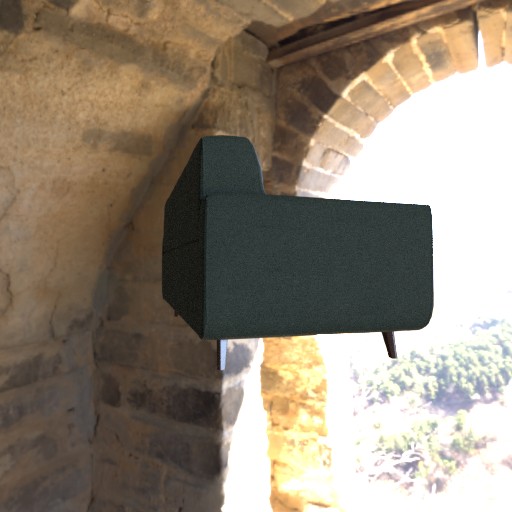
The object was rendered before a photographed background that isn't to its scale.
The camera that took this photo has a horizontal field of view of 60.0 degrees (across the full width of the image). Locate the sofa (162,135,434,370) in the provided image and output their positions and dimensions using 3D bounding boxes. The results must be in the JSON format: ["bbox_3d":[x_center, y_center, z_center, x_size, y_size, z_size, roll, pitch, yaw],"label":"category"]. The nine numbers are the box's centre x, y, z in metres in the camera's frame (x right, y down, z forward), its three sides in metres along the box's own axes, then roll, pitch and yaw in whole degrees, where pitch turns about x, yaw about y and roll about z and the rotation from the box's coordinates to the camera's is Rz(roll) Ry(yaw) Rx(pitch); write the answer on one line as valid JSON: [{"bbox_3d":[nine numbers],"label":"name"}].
[{"bbox_3d":[0.000,0.000,2.491,0.909,0.841,2.029,0,-1,-16],"label":"sofa"}]
